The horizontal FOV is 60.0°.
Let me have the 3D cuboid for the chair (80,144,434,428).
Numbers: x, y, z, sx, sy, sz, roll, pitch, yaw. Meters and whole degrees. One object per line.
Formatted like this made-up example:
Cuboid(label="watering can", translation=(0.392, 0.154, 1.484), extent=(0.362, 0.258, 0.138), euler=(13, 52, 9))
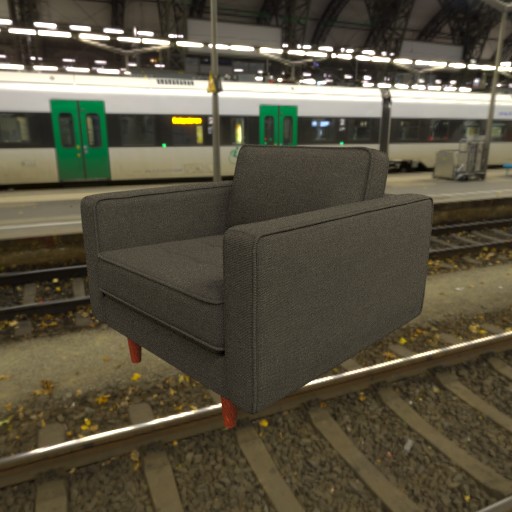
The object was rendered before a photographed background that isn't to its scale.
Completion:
Cuboid(label="chair", translation=(0.000, 0.000, 1.601), extent=(0.919, 0.770, 0.899), euler=(-15, 21, -43))
